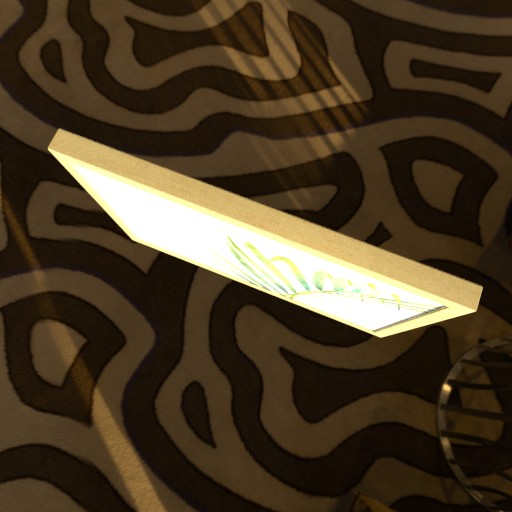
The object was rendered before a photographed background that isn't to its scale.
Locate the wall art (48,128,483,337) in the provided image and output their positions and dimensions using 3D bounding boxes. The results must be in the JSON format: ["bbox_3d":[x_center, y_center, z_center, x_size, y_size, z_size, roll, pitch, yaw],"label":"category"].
[{"bbox_3d":[0.000,0.000,0.700,0.533,0.381,0.032,21,76,5],"label":"wall art"}]
